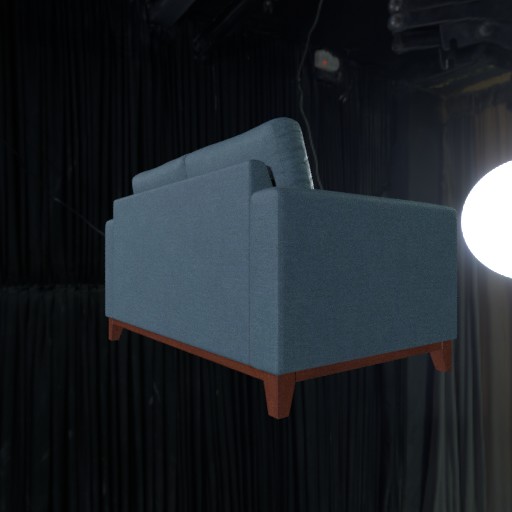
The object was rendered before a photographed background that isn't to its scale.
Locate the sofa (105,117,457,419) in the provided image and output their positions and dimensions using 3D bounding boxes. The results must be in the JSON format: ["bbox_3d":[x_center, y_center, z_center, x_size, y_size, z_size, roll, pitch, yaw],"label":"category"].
[{"bbox_3d":[0.000,0.000,2.078,0.955,0.903,1.489,0,0,-36],"label":"sofa"}]
